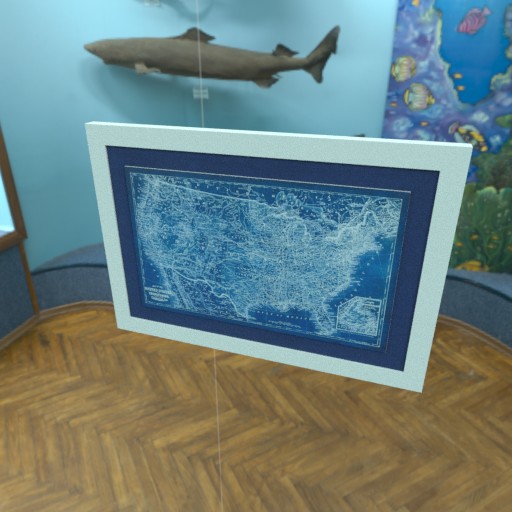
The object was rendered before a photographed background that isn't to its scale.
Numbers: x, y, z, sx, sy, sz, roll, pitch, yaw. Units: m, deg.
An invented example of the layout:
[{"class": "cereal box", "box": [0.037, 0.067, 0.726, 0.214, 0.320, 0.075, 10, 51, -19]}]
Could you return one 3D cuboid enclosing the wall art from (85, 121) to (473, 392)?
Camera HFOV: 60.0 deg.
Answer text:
[{"class": "wall art", "box": [0.000, 0.000, 1.654, 1.308, 0.902, 0.051, 8, 27, 17]}]
